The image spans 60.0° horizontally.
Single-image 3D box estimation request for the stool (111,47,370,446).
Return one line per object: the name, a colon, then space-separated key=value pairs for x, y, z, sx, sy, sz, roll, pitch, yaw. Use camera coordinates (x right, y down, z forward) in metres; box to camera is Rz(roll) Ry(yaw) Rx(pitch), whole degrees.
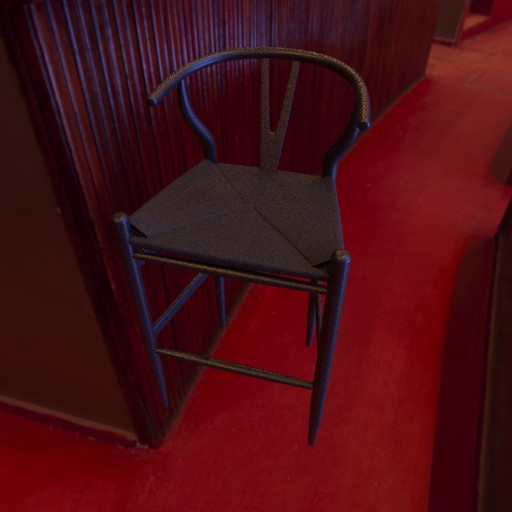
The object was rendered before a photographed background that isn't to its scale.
stool: x=0.000 y=0.000 z=1.378 sx=0.569 sy=1.072 sz=0.579 roll=10 pitch=41 yaw=12
